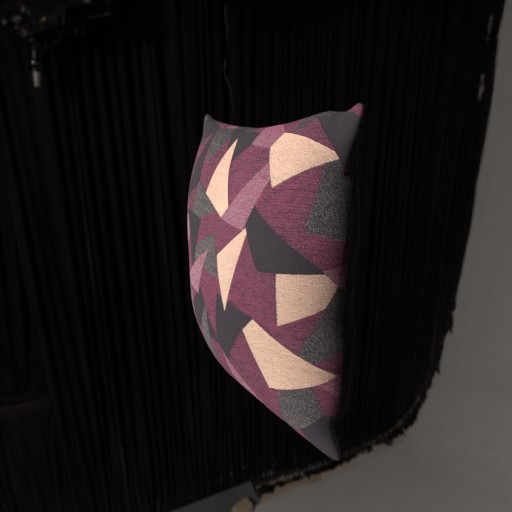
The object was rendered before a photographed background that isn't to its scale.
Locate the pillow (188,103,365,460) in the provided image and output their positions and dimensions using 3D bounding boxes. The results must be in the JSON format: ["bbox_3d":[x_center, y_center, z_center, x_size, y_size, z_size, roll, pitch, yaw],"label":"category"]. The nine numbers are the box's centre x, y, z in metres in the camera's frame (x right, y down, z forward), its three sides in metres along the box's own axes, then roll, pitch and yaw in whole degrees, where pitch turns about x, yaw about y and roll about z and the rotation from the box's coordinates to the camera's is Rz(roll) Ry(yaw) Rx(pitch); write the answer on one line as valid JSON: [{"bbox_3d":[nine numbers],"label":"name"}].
[{"bbox_3d":[0.000,0.000,0.782,0.208,0.496,0.503,-8,17,-27],"label":"pillow"}]
